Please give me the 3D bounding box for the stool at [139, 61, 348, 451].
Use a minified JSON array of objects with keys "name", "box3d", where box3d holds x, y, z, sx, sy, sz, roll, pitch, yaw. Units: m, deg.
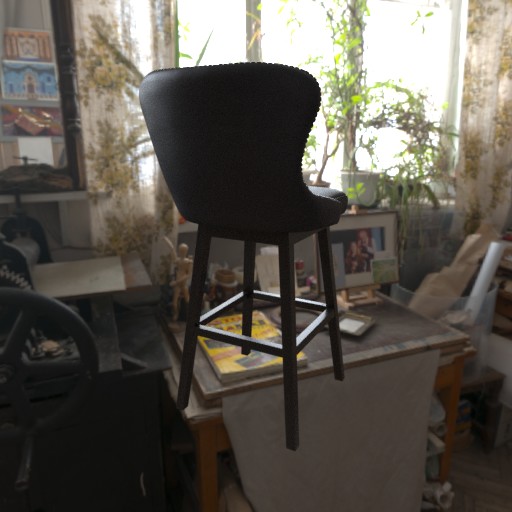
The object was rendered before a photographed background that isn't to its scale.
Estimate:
[{"name":"stool","box3d":[0.000,0.000,1.396,0.528,1.050,0.601,8,18,28]}]
